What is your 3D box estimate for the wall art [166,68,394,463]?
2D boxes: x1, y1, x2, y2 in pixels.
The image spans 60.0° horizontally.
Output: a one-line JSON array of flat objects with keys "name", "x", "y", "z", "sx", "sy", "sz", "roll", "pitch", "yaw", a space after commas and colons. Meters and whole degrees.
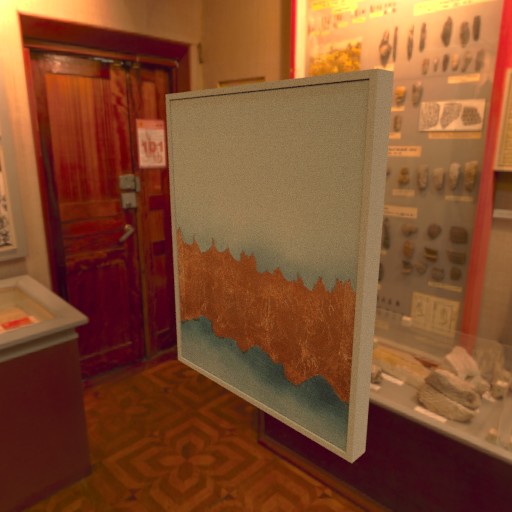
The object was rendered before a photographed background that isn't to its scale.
[{"name": "wall art", "x": 0.000, "y": 0.000, "z": 0.765, "sx": 0.039, "sy": 0.553, "sz": 0.451, "roll": -14, "pitch": 20, "yaw": -43}]
